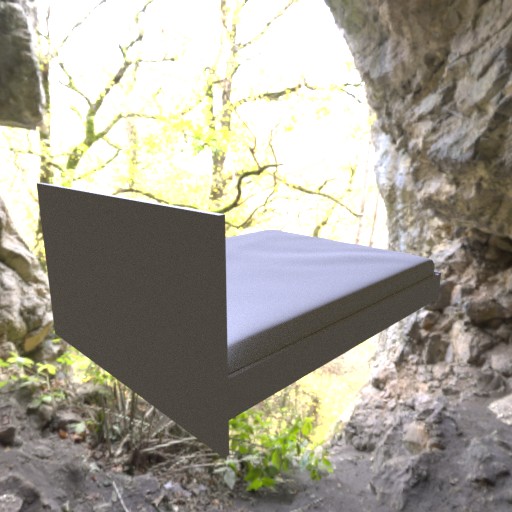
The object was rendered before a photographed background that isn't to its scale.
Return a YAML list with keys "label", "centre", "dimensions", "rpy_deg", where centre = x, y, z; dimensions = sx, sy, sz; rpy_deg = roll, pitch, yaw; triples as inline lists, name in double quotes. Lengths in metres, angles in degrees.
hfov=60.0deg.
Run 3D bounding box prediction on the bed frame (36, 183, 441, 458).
- label: "bed frame"
  centre: [0.000, 0.000, 2.983]
  dimensions: [1.711, 1.001, 2.100]
  rpy_deg: [14, 20, 43]
